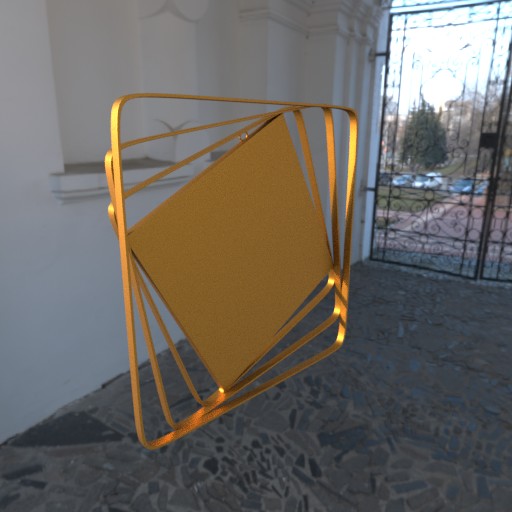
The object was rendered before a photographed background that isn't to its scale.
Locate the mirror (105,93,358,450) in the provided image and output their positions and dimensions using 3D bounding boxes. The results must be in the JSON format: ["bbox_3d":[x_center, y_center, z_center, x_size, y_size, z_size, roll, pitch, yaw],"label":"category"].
[{"bbox_3d":[0.000,0.000,0.702,0.470,0.468,0.045,-15,21,-42],"label":"mirror"}]
